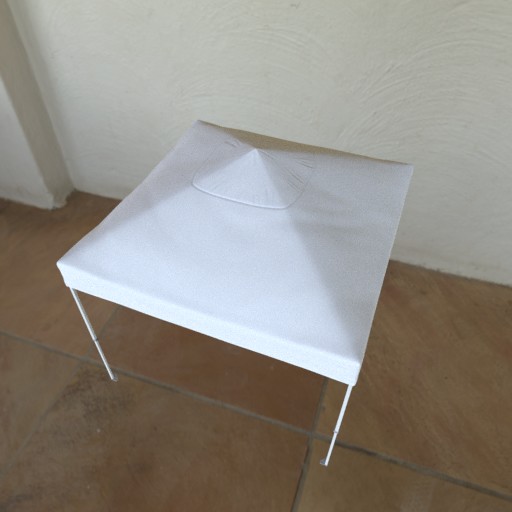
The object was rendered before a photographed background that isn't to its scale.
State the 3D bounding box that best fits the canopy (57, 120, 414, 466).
[{"bbox_3d":[0.000,0.000,5.381,2.998,2.997,2.996,16,48,15],"label":"canopy"}]
